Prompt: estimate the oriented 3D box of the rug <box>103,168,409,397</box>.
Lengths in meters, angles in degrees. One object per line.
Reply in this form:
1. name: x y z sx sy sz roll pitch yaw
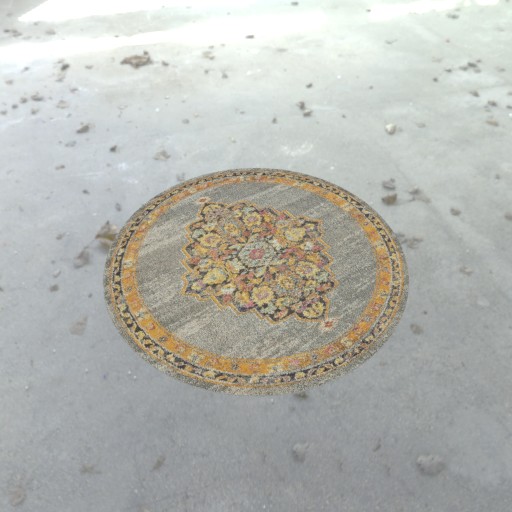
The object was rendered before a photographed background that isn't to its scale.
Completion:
1. rug: 0.000 0.000 3.540 2.382 0.014 2.382 0 47 0
